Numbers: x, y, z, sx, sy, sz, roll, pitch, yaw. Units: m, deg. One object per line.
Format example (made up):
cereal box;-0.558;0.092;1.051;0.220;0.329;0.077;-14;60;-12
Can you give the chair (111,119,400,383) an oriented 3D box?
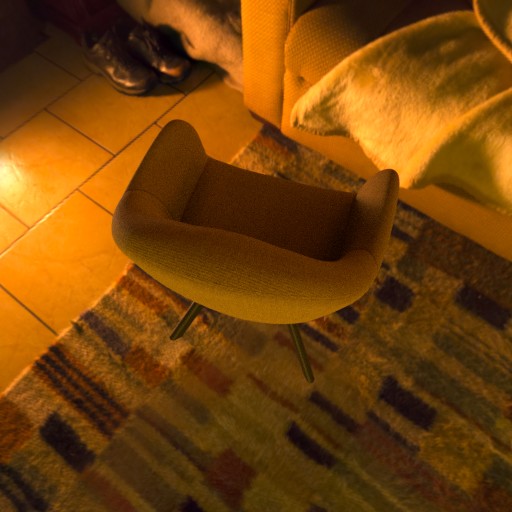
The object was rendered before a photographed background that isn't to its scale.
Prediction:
chair;0.000;0.000;1.167;0.590;0.795;0.550;15;63;8
